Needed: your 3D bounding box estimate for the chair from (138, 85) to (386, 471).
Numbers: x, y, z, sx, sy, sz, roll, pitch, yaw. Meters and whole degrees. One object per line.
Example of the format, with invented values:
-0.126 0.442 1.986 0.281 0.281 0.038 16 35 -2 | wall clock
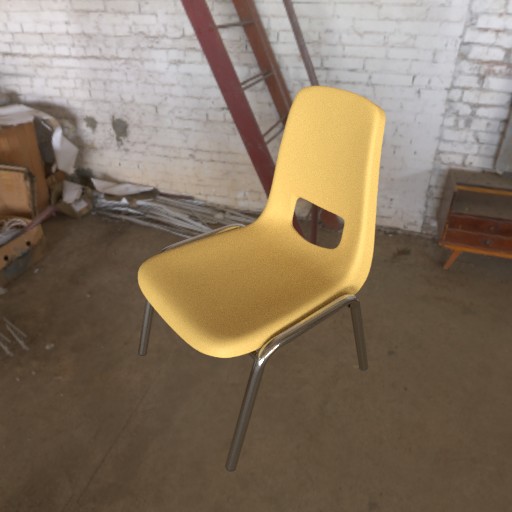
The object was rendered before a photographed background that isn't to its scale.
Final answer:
0.000 0.000 0.809 0.385 0.536 0.354 -23 39 -31 | chair
